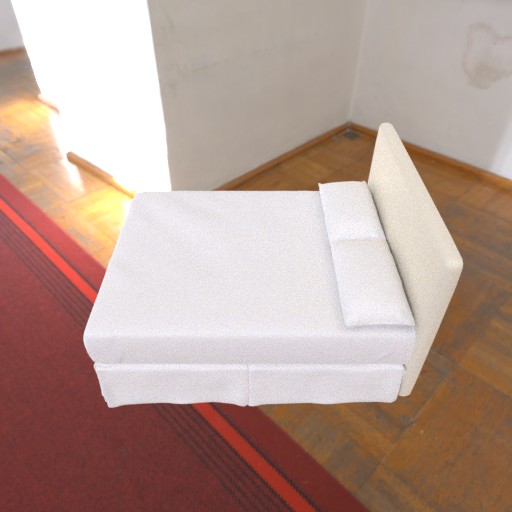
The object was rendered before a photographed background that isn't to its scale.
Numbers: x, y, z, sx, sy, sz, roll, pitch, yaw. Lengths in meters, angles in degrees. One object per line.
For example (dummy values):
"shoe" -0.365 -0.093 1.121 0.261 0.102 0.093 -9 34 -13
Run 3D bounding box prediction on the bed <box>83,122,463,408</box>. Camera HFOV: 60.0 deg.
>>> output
"bed" 0.000 0.000 3.251 2.147 1.330 1.714 0 41 0
